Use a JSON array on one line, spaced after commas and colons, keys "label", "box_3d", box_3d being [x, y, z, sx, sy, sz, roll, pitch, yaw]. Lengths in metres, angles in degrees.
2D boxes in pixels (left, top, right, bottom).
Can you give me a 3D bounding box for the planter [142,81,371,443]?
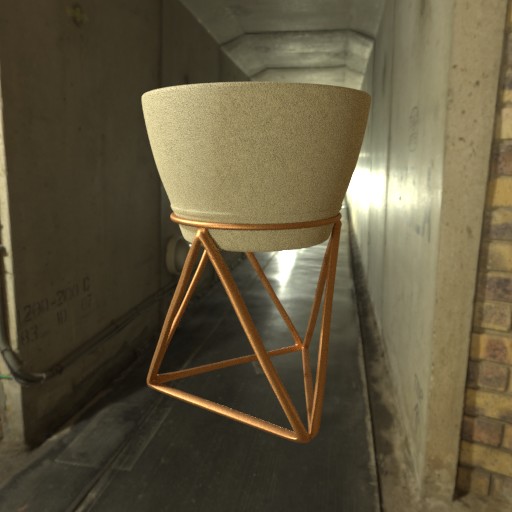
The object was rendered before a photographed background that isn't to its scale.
[{"label": "planter", "box_3d": [0.000, 0.000, 0.751, 0.350, 0.504, 0.350, -6, 14, -26]}]
